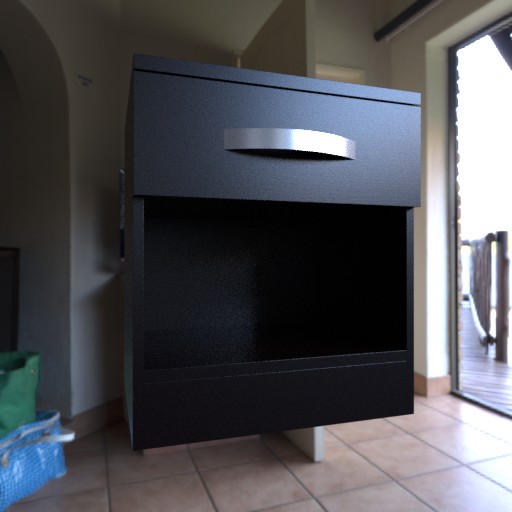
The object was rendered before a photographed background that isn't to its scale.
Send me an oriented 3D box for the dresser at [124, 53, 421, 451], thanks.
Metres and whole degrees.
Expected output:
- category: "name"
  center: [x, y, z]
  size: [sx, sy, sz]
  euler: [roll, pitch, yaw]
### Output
- category: "dresser"
  center: [0.000, 0.000, 0.722]
  size: [0.400, 0.470, 0.360]
  euler: [0, 0, -18]
